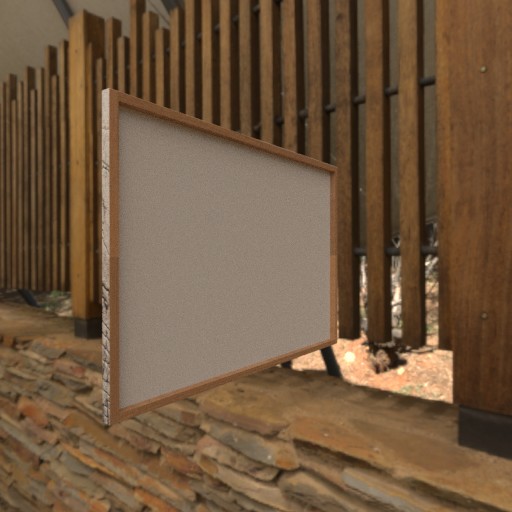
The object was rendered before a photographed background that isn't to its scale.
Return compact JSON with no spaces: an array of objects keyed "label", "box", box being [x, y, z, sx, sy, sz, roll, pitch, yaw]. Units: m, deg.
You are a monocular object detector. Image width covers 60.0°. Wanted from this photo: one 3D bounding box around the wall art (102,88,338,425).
[{"label":"wall art","box":[0.000,0.000,1.170,0.023,0.607,0.914,0,0,37]}]
